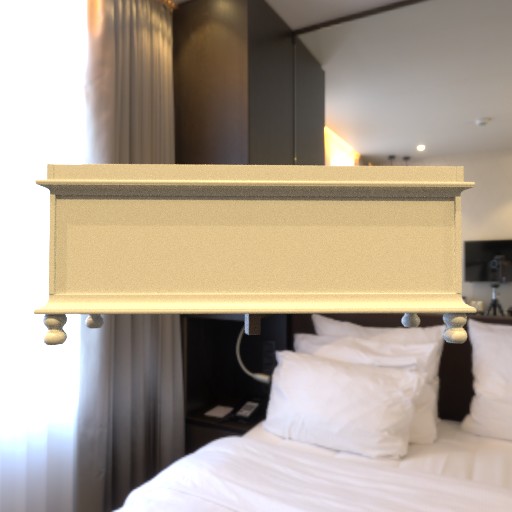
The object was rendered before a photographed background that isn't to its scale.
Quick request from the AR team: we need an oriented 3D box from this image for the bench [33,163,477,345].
[{"bbox_3d":[0.000,0.000,1.387,1.185,0.486,0.402,0,-1,-2],"label":"bench"}]
